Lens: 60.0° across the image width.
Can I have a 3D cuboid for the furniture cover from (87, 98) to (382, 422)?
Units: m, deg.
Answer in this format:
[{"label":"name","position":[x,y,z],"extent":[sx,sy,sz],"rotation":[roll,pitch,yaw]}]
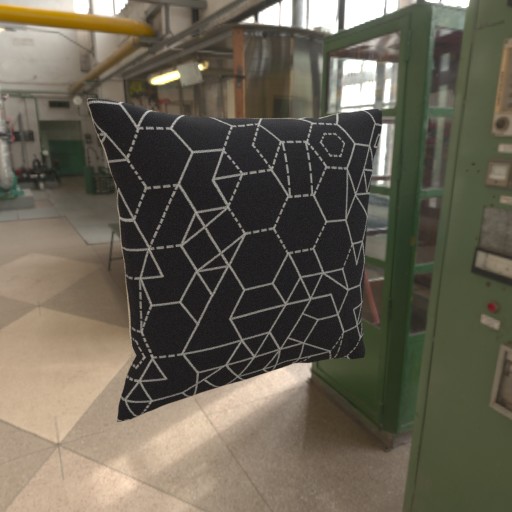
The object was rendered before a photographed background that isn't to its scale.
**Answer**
[{"label":"furniture cover","position":[0.000,0.000,0.779],"extent":[0.517,0.508,0.158],"rotation":[-8,17,-26]}]
